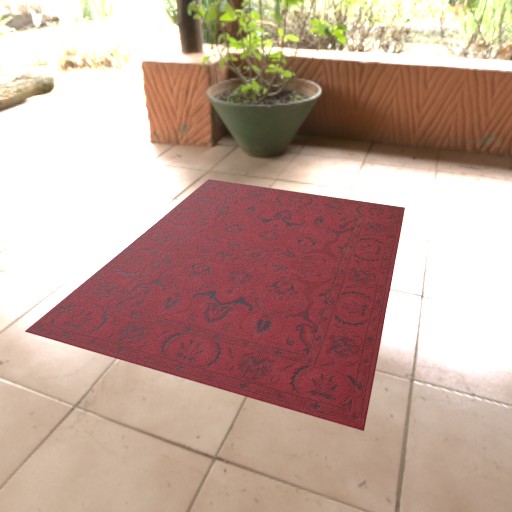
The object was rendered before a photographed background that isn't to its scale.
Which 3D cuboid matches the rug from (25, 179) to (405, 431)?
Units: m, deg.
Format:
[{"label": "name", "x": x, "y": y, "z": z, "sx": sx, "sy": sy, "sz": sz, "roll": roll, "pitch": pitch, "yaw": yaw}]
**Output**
[{"label": "rug", "x": 0.000, "y": 0.000, "z": 3.864, "sx": 2.300, "sy": 0.012, "sz": 2.929, "roll": 11, "pitch": 33, "yaw": 17}]
